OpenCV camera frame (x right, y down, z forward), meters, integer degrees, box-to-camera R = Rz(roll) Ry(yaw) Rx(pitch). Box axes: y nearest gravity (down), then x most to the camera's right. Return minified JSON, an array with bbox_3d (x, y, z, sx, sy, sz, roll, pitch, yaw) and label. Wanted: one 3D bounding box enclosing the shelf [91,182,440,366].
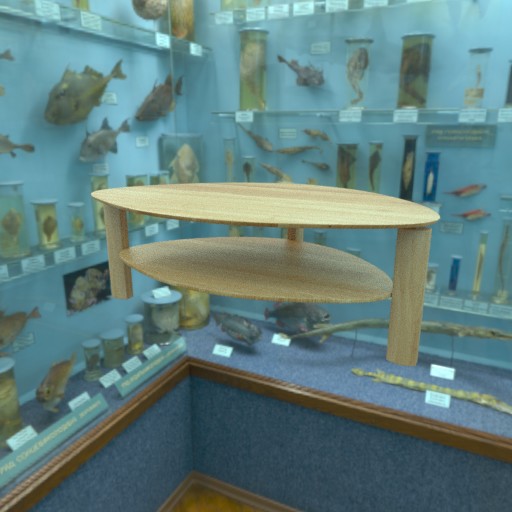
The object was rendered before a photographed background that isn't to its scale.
[{"bbox_3d":[0.000,0.000,1.633,1.246,0.440,0.845,8,18,27],"label":"shelf"}]
